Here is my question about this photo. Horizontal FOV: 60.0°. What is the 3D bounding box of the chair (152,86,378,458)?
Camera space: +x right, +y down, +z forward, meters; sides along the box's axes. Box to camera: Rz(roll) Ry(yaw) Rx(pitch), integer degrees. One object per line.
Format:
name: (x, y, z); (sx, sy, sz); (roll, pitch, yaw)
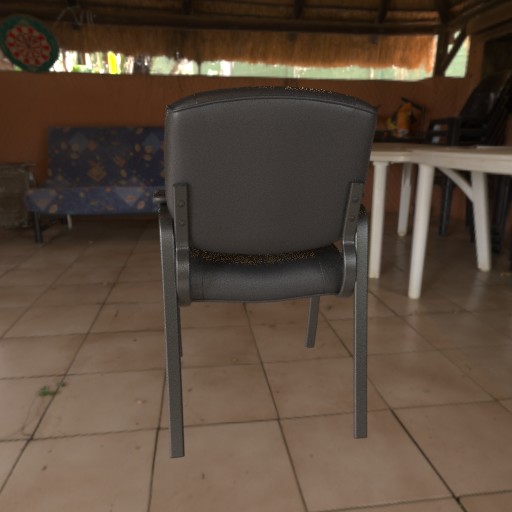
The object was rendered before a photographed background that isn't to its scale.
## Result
chair: (0.000, 0.000, 1.346); (0.591, 0.910, 0.668); (-2, 15, -9)
